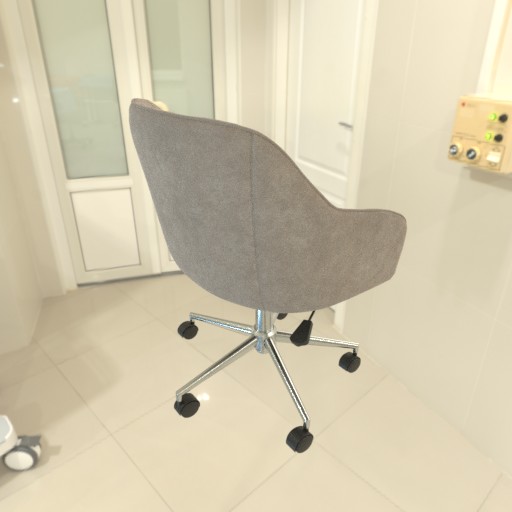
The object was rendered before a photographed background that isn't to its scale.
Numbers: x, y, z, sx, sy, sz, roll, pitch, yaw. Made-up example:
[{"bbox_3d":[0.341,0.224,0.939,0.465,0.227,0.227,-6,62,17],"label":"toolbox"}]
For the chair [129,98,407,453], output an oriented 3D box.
[{"bbox_3d":[0.000,0.000,1.220,0.573,0.831,0.635,-18,32,-32],"label":"chair"}]
